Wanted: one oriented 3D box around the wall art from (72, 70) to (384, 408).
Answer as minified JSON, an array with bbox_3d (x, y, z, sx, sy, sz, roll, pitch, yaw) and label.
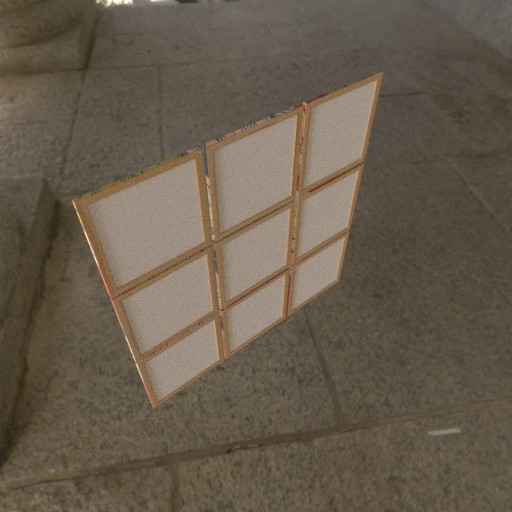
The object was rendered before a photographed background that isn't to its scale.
[{"bbox_3d":[0.000,0.000,1.380,0.904,0.913,0.013,-30,54,-25],"label":"wall art"}]
